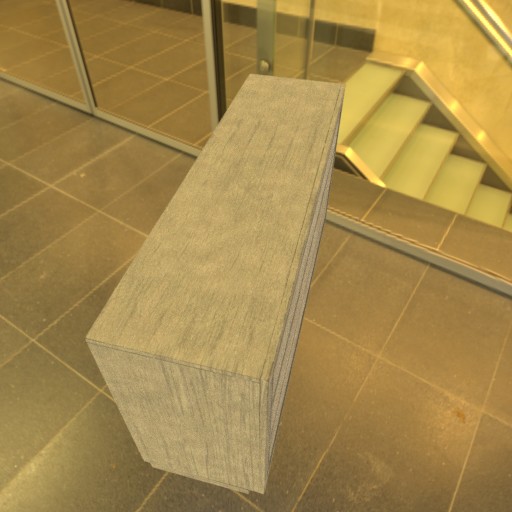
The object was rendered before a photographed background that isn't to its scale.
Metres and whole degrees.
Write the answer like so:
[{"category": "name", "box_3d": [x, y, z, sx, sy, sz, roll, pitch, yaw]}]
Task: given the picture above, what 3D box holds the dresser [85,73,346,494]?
[{"category": "dresser", "box_3d": [0.000, 0.000, 1.951, 0.483, 0.889, 1.628, 10, 46, 10]}]
